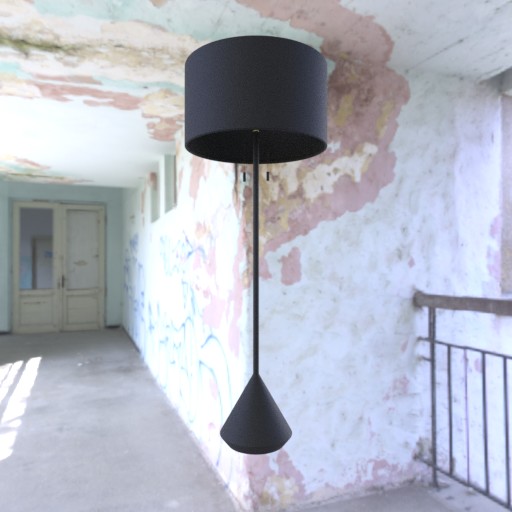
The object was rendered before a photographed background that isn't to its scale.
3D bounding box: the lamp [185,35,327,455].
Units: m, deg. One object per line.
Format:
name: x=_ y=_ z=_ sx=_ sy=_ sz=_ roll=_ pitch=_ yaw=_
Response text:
lamp: x=0.000 y=0.000 z=1.817 sx=0.580 sy=1.526 sz=0.580 roll=0 pitch=0 yaw=-20
